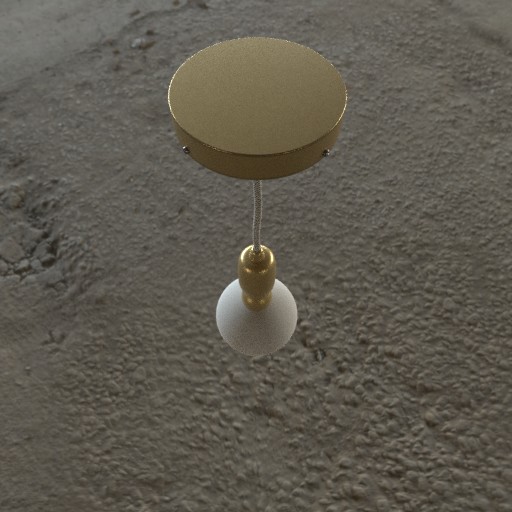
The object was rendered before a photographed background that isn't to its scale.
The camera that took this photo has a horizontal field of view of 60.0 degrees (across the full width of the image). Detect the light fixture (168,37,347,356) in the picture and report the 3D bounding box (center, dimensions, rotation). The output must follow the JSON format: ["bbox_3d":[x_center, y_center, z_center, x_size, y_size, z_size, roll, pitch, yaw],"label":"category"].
[{"bbox_3d":[0.000,0.000,0.574,0.146,0.510,0.147,-34,64,-19],"label":"light fixture"}]
